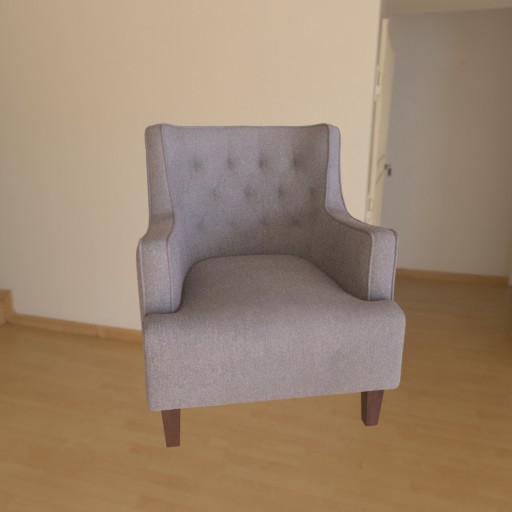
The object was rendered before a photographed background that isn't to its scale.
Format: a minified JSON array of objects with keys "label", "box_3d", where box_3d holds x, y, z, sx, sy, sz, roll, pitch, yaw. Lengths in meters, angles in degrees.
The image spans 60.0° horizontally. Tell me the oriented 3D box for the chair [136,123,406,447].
[{"label":"chair","box_3d":[0.000,0.000,1.599,0.781,0.919,0.910,-3,17,-8]}]
